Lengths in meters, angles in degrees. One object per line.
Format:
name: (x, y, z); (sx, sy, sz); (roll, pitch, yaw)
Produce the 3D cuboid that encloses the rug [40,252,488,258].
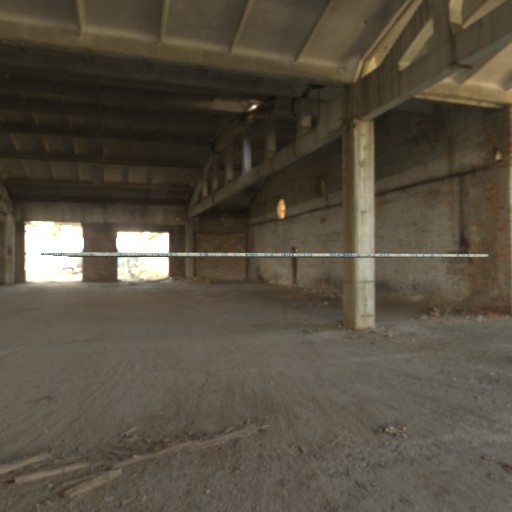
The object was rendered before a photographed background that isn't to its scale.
rug: (0.000, 0.000, 2.992); (2.439, 0.015, 1.524); (0, 0, -18)
